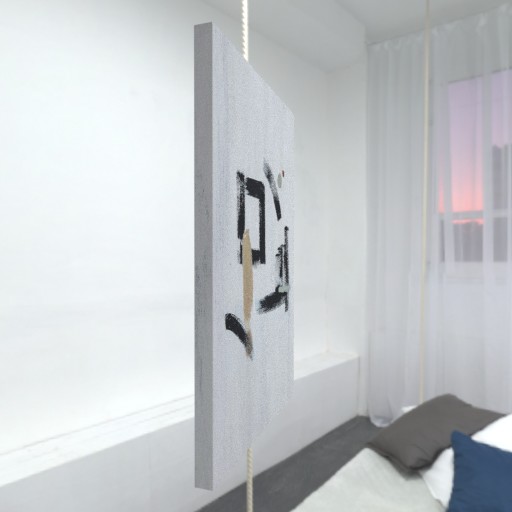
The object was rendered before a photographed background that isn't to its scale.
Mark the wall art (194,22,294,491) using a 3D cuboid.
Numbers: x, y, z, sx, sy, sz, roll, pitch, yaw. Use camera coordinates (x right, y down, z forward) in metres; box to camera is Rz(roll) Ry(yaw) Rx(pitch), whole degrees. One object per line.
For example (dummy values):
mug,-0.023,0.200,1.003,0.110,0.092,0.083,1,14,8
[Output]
wall art,0.000,0.000,1.163,0.043,0.914,0.624,0,1,20
